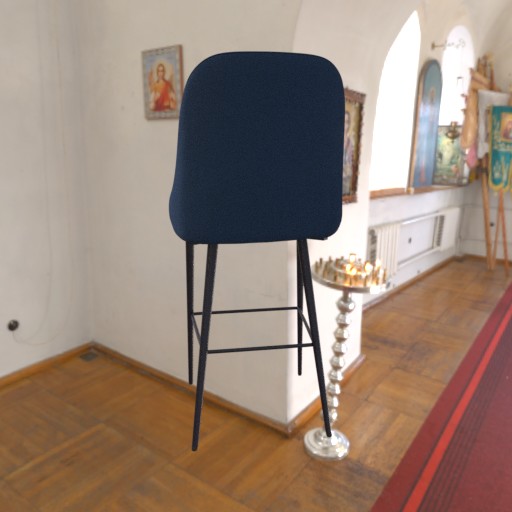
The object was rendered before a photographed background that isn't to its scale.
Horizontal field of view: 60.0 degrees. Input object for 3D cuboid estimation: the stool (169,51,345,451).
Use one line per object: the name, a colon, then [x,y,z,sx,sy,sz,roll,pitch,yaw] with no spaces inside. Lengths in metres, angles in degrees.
stool: [0.000,0.000,1.373,0.527,1.079,0.489,-2,14,-9]
